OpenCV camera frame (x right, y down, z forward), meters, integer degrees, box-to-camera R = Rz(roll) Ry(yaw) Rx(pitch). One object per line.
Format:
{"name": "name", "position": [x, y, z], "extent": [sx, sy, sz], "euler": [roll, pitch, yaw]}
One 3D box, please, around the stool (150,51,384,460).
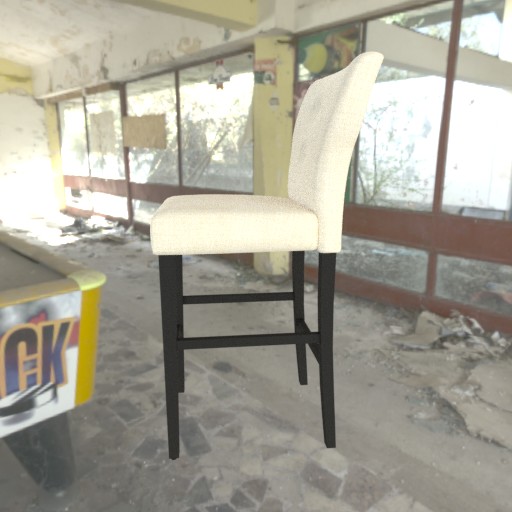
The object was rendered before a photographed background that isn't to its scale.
{"name": "stool", "position": [0.000, 0.000, 1.398], "extent": [0.603, 1.124, 0.516], "euler": [-2, 13, -6]}
